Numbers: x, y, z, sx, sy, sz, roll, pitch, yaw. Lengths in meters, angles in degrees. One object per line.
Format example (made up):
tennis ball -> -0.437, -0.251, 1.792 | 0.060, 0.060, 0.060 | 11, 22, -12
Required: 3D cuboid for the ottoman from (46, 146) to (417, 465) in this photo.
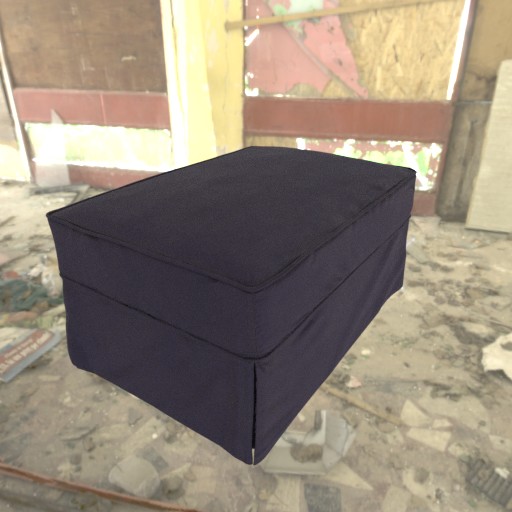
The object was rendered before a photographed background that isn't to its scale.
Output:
ottoman -> 0.000, 0.000, 1.293 | 0.637, 0.503, 0.938 | 17, 31, 31
